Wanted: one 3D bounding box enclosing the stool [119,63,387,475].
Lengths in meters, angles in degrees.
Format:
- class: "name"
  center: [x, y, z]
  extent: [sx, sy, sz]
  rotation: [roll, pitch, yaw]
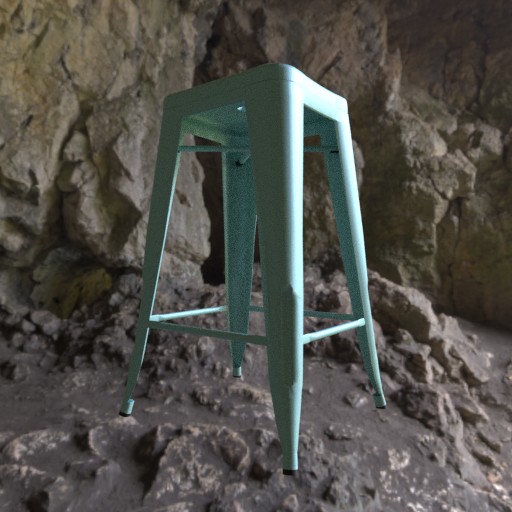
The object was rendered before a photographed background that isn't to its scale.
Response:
- class: "stool"
  center: [0.000, 0.000, 0.865]
  extent: [0.399, 0.609, 0.359]
  rotation: [0, 0, 37]
